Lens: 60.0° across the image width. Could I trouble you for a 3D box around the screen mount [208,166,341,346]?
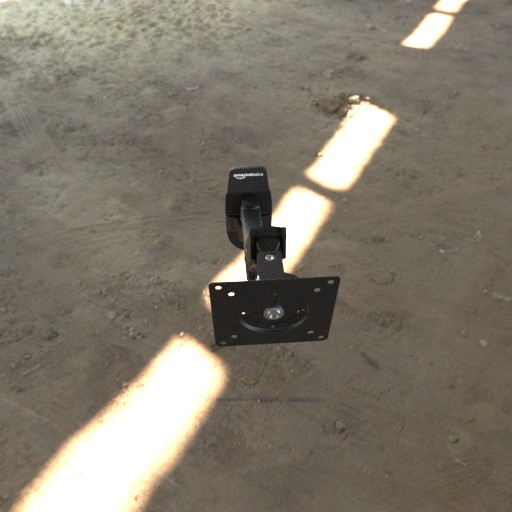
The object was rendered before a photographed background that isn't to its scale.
[{"bbox_3d":[0.000,0.000,0.719,0.115,0.466,0.495,-3,47,-3],"label":"screen mount"}]
